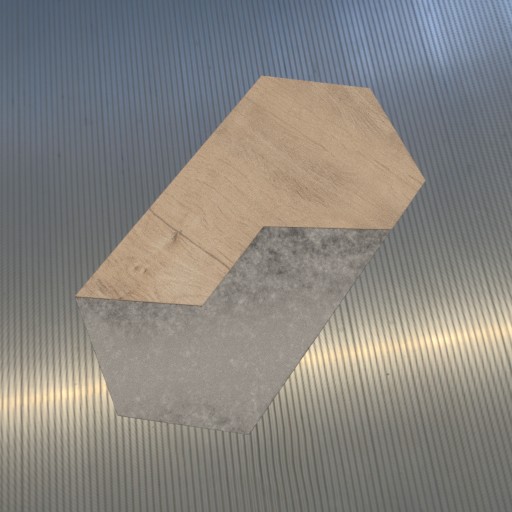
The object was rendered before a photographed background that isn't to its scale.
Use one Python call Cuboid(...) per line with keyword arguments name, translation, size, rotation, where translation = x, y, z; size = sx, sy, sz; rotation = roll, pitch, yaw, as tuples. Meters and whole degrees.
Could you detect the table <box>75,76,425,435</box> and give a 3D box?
Cuboid(name="table", translation=(0.000, 0.000, 1.504), size=(0.609, 0.457, 1.219), rotation=(36, 78, 8))
